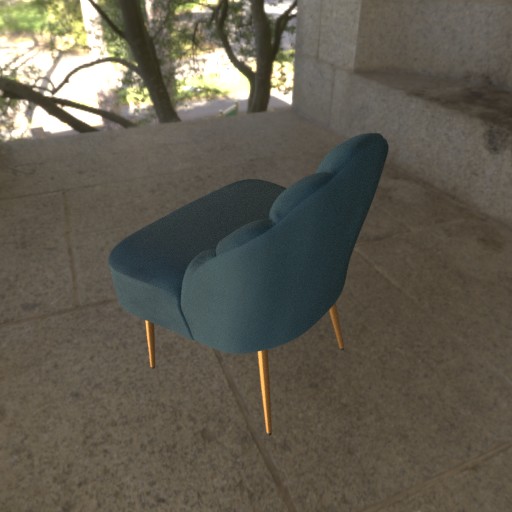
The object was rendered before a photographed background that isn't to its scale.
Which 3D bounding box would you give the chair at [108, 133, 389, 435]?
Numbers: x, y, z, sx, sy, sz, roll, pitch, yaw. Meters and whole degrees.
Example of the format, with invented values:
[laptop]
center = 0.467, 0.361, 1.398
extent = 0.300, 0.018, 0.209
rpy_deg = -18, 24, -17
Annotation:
[chair]
center = 0.000, 0.000, 1.274
extent = 0.599, 0.819, 0.657
rpy_deg = 24, 40, 31
